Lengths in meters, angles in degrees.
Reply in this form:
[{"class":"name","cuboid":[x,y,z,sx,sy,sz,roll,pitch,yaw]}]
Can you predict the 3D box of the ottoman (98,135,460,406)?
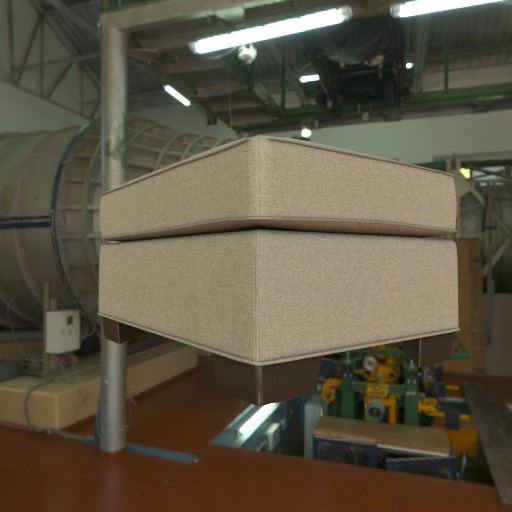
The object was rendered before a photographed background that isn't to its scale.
[{"class":"ottoman","cuboid":[0.000,0.000,1.222,0.619,0.504,0.843,0,-1,-36]}]
